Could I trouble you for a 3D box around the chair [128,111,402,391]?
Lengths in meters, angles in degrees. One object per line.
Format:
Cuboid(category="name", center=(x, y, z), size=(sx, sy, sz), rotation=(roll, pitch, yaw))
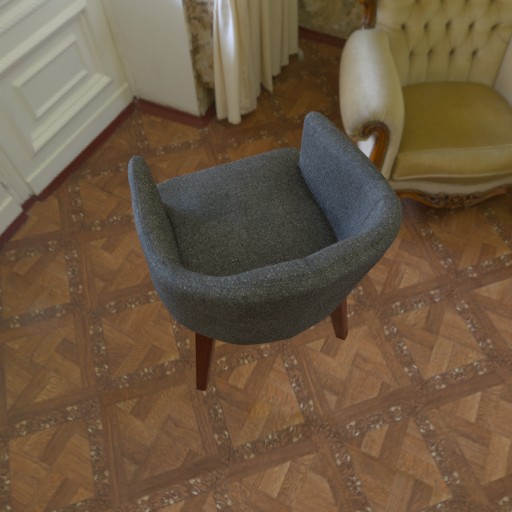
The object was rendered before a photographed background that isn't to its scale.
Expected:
Cuboid(category="chair", center=(0.000, 0.000, 1.268), size=(0.583, 0.811, 0.655), rotation=(-17, 60, -10))
